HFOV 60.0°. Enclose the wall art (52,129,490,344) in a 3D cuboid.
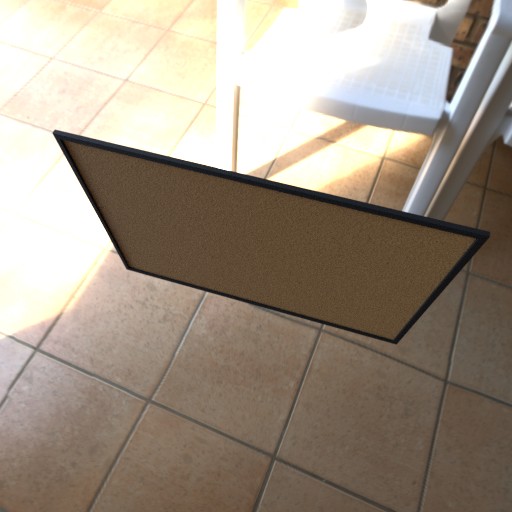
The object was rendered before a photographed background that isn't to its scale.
[{"bbox_3d":[0.000,0.000,1.231,0.963,0.665,0.013,15,62,8],"label":"wall art"}]
